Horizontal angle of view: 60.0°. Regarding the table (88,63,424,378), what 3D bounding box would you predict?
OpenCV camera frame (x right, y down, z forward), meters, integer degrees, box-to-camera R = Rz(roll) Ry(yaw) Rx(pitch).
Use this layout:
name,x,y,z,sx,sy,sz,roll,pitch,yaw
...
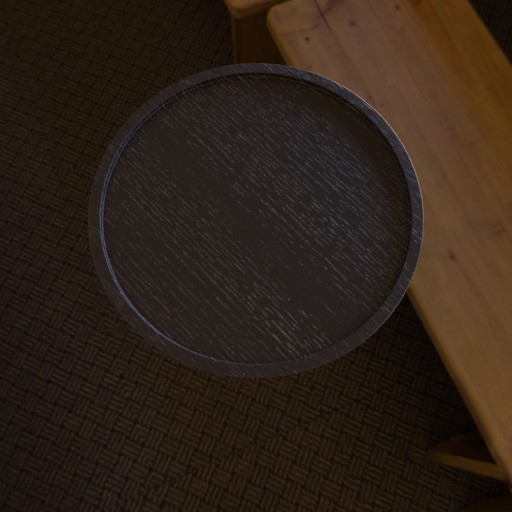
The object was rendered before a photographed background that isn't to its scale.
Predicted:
name,x,y,z,sx,sy,sz,roll,pitch,yaw
table,0.000,0.000,0.750,0.399,0.460,0.399,0,75,0
